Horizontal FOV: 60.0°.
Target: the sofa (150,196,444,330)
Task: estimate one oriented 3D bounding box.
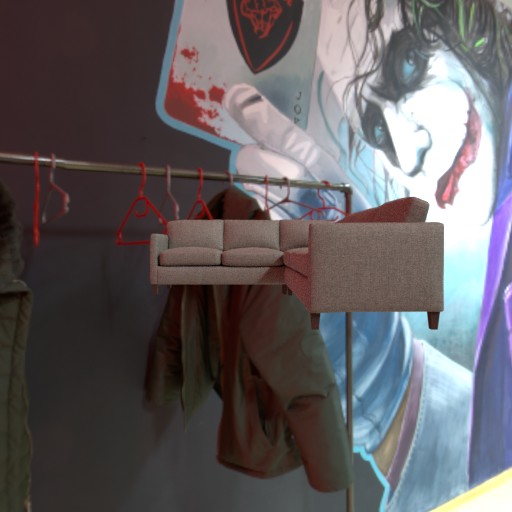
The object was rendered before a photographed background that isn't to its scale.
[{"bbox_3d":[0.000,0.000,4.573,2.593,0.947,3.302,0,1,0],"label":"sofa"}]
